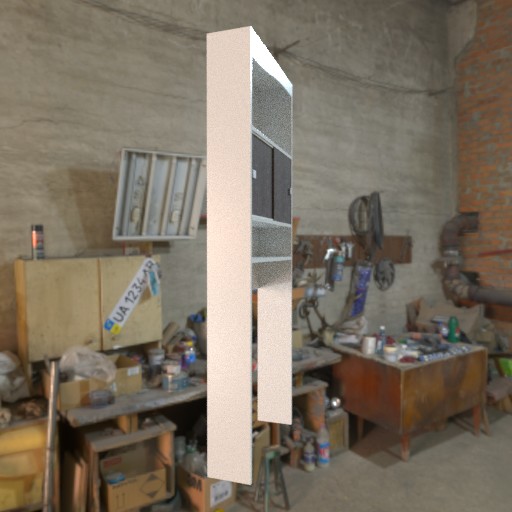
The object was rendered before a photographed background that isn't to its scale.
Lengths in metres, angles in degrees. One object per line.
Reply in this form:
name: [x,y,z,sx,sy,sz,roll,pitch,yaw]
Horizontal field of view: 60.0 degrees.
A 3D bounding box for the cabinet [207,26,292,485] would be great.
cabinet: [0.000,0.000,2.042,0.192,1.770,0.643,0,1,19]
